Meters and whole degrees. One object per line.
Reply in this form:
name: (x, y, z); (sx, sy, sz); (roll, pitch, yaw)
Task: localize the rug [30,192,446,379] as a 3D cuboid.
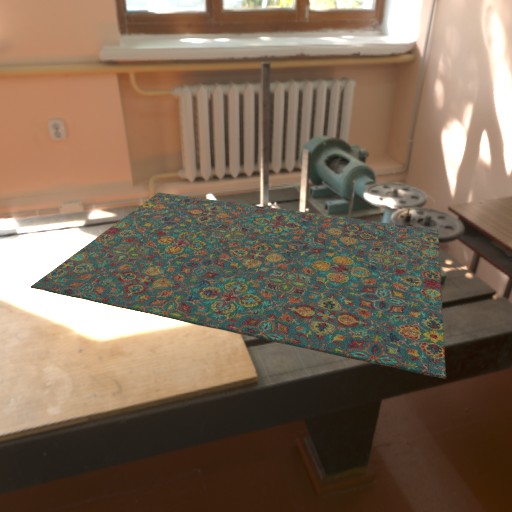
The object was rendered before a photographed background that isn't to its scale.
rug: (0.000, 0.000, 2.906); (2.290, 0.016, 1.527); (9, 32, 16)
